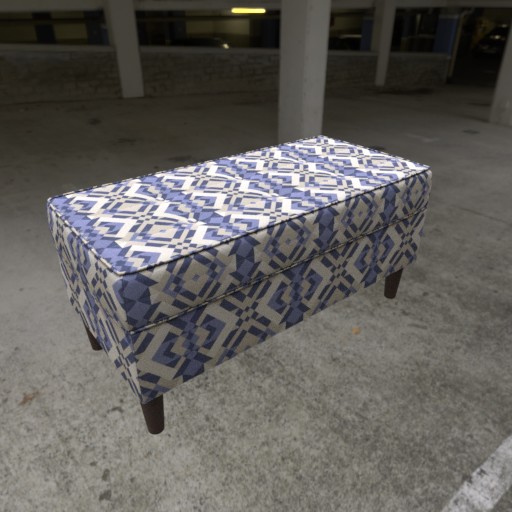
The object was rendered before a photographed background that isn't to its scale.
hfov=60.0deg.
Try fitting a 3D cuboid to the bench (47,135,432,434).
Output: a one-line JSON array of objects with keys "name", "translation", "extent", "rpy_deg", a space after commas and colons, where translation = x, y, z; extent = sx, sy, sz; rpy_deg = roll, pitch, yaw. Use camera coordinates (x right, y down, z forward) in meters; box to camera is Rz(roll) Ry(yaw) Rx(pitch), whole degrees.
[{"name": "bench", "translation": [0.000, 0.000, 1.337], "extent": [1.016, 0.477, 0.492], "rpy_deg": [-21, 36, -32]}]
